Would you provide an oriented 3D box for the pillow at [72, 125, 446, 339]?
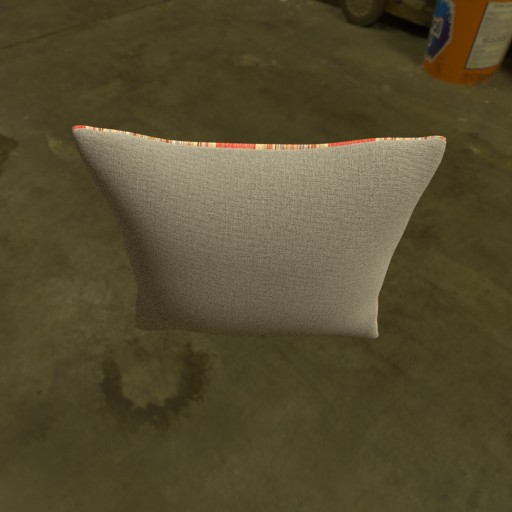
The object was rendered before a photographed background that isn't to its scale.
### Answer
[{"bbox_3d":[0.000,0.000,0.655,0.437,0.419,0.136,2,48,2],"label":"pillow"}]
